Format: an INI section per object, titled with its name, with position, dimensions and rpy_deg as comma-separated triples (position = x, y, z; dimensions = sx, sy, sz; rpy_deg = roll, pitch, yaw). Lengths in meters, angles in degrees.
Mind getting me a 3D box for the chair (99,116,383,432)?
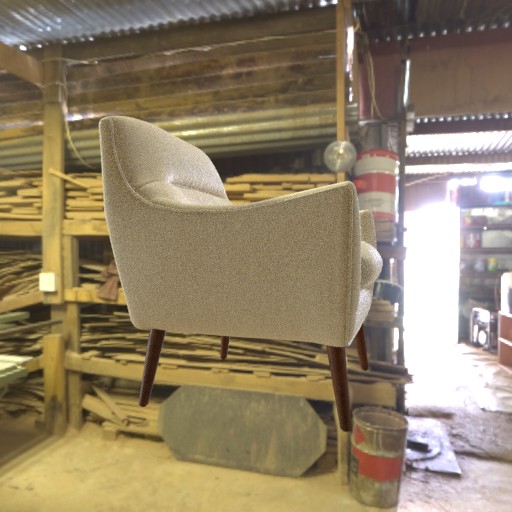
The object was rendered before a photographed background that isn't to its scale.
[chair]
position = 0.000, 0.000, 1.445
dimensions = 0.787, 0.838, 0.762
rpy_deg = 0, 0, 18
